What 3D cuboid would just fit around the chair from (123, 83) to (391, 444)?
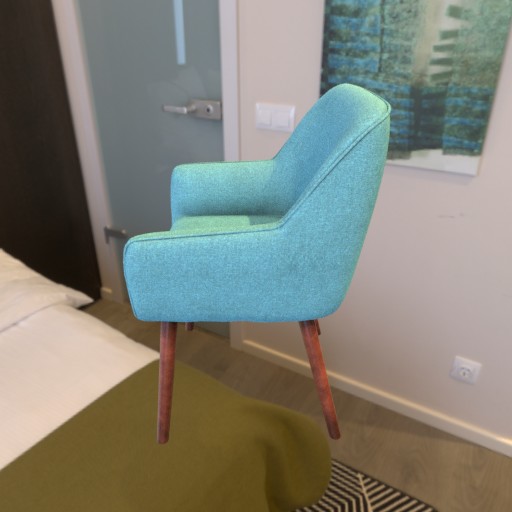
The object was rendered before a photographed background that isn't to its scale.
[{"bbox_3d":[0.000,0.000,1.141,0.519,0.803,0.543,0,27,1],"label":"chair"}]
